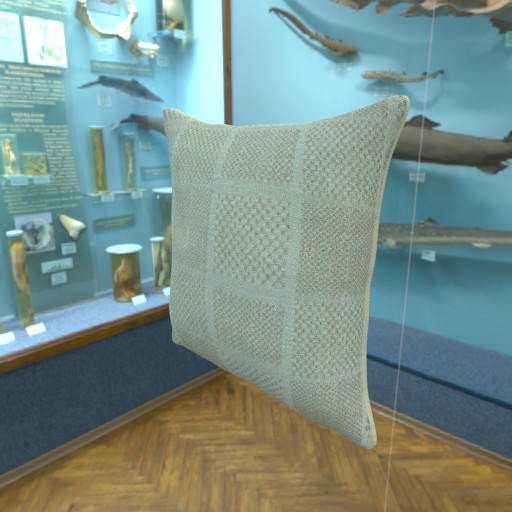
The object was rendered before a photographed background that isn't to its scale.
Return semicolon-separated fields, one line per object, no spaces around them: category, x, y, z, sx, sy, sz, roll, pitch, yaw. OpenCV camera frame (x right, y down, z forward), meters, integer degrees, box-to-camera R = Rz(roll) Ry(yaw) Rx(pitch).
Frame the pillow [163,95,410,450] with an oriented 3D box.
pillow;0.000;0.000;0.659;0.436;0.432;0.138;15;22;43
